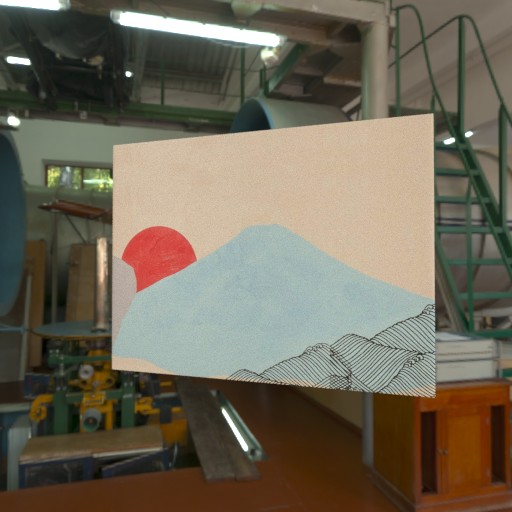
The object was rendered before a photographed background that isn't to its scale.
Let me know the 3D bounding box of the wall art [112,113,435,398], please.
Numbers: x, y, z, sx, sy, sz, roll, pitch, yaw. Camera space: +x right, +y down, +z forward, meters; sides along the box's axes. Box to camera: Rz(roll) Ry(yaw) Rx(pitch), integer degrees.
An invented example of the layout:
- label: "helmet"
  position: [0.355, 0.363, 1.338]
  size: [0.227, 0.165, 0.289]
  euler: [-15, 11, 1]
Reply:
- label: "wall art"
  position: [0.000, 0.000, 1.633]
  size: [1.219, 0.912, 0.042]
  euler: [0, -1, 18]
